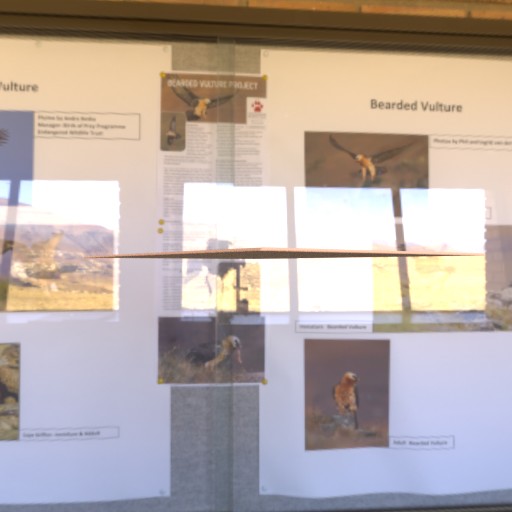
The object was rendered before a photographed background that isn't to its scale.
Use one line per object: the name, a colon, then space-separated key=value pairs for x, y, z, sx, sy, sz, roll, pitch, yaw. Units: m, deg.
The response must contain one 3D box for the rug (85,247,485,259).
rug: x=0.000 y=0.000 z=2.798 sx=1.524 sy=0.013 sz=2.134 roll=1 pitch=-1 yaw=-36
